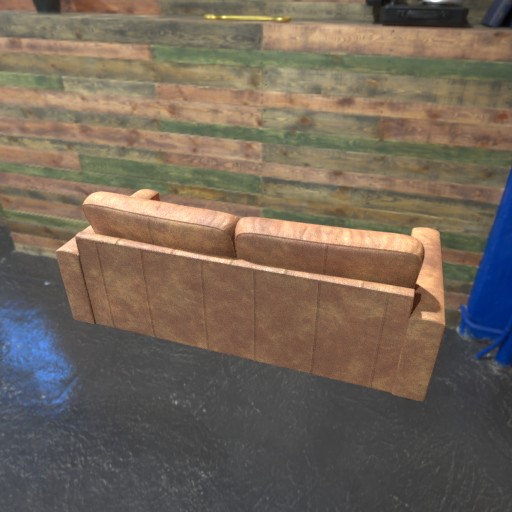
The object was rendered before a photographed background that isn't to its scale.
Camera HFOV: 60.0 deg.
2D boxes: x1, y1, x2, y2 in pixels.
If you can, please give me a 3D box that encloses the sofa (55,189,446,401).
[{"bbox_3d":[0.000,0.000,2.800,2.179,0.873,1.016,10,33,15],"label":"sofa"}]
